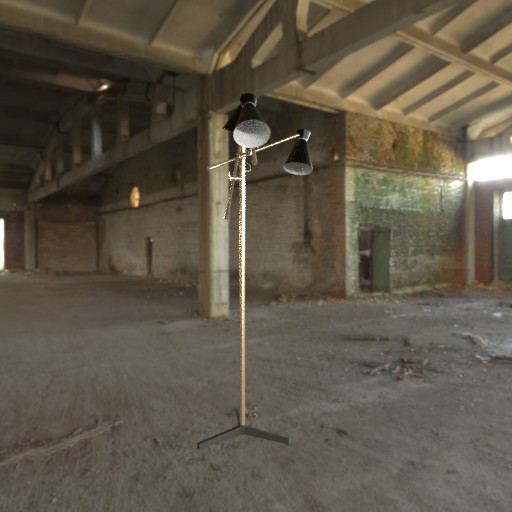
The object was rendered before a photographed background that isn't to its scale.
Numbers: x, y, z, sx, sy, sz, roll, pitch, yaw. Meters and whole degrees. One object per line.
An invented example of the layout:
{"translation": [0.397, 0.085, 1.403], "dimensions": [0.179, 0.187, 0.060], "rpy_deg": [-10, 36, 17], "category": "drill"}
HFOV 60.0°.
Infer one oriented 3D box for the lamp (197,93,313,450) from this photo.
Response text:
{"translation": [0.000, 0.000, 2.240], "dimensions": [0.653, 1.804, 0.750], "rpy_deg": [-1, 1, -37], "category": "lamp"}
